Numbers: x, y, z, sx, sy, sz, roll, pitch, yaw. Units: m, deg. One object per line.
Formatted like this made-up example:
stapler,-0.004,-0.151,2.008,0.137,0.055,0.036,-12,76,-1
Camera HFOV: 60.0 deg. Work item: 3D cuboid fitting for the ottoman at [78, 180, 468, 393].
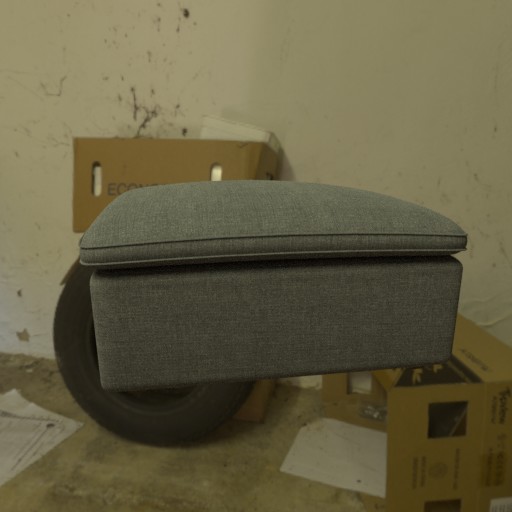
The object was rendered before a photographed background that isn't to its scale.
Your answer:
ottoman,0.000,0.000,1.680,1.067,0.559,1.067,-2,14,-9
